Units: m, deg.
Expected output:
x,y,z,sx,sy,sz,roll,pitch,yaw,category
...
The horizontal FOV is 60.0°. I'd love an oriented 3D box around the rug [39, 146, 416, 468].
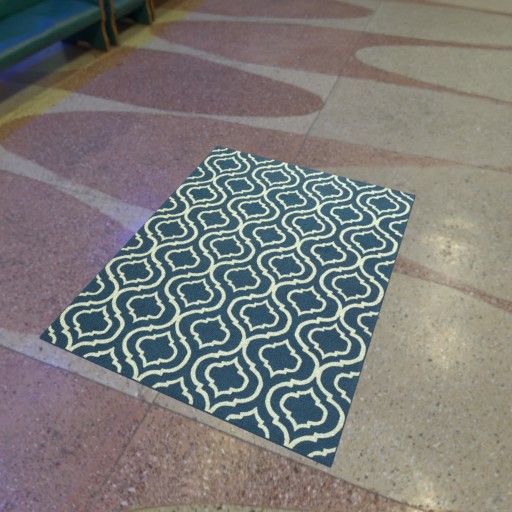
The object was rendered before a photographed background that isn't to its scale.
x,y,z,sx,sy,sz,roll,pitch,yaw,category
0.000,0.000,3.903,2.270,0.020,2.881,18,48,16,rug
